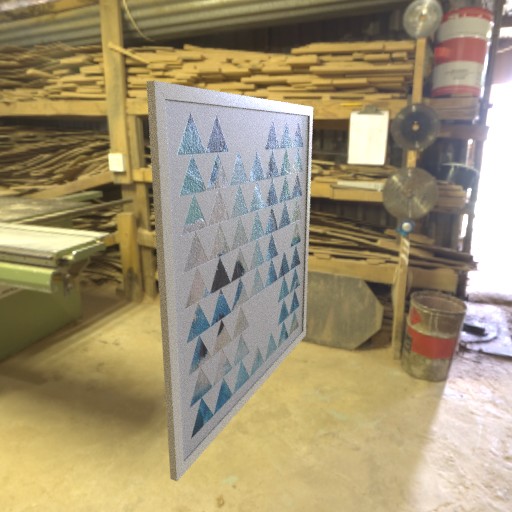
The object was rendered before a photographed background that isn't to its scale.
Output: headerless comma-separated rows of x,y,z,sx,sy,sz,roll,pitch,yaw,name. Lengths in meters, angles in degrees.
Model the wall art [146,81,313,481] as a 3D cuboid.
0.000,0.000,0.829,0.012,0.557,0.557,7,17,25,wall art
